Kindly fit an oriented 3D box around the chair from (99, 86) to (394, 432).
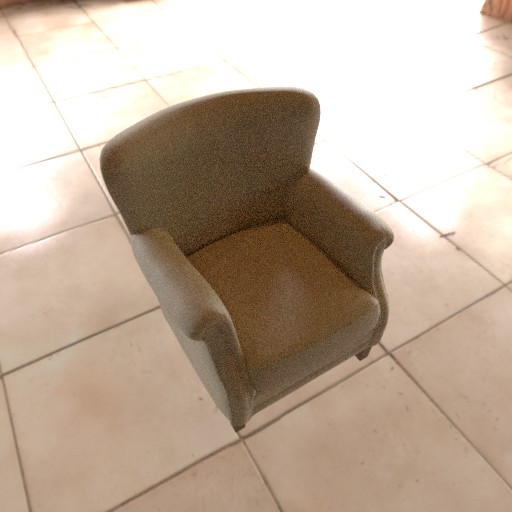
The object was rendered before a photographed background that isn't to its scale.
[{"bbox_3d":[0.000,0.000,1.717,0.861,0.936,0.921,-24,52,-21],"label":"chair"}]
